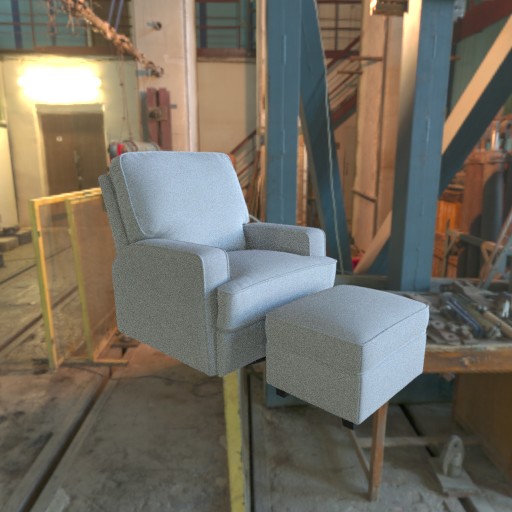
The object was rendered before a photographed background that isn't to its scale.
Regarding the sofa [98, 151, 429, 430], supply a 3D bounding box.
[{"bbox_3d":[0.000,0.000,2.072,1.472,0.959,0.861,12,17,42],"label":"sofa"}]
